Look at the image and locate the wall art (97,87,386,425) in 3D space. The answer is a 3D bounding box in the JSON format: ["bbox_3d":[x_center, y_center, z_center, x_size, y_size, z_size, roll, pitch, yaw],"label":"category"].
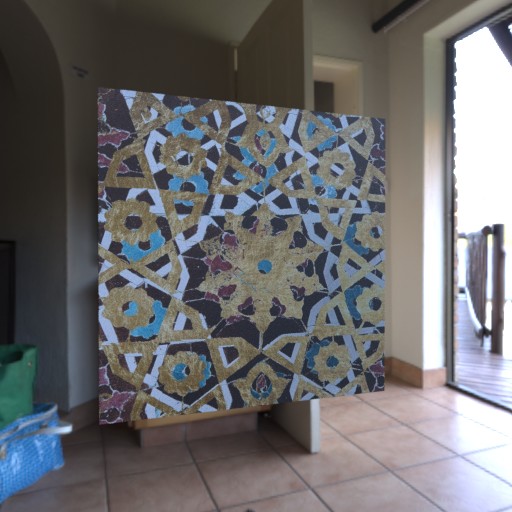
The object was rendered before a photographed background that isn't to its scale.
[{"bbox_3d":[0.000,0.000,0.602,0.404,0.406,0.010,0,1,-19],"label":"wall art"}]
